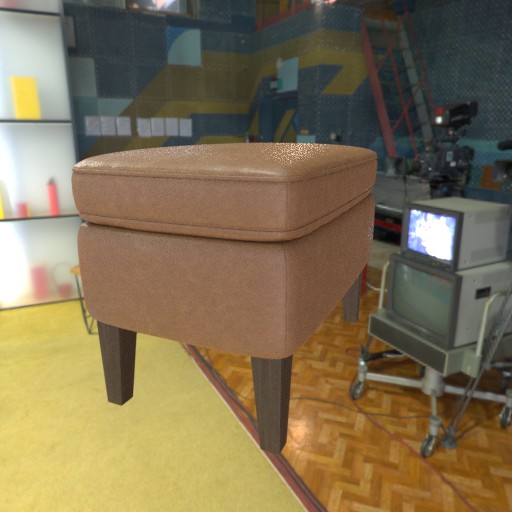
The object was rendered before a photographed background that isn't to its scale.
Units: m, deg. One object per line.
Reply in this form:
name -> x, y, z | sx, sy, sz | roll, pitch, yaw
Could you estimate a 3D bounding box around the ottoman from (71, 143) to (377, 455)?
ottoman -> 0.000, 0.000, 0.977 | 0.420, 0.480, 0.670 | 7, 17, 24
